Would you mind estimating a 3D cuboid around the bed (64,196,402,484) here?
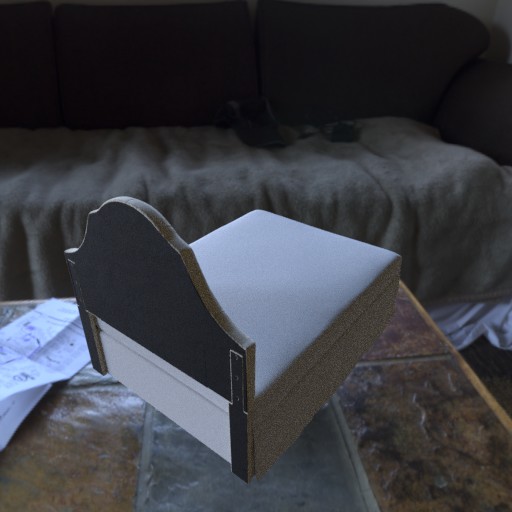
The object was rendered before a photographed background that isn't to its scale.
[{"bbox_3d":[0.000,0.000,3.290,1.627,1.575,2.092,21,36,32],"label":"bed"}]
